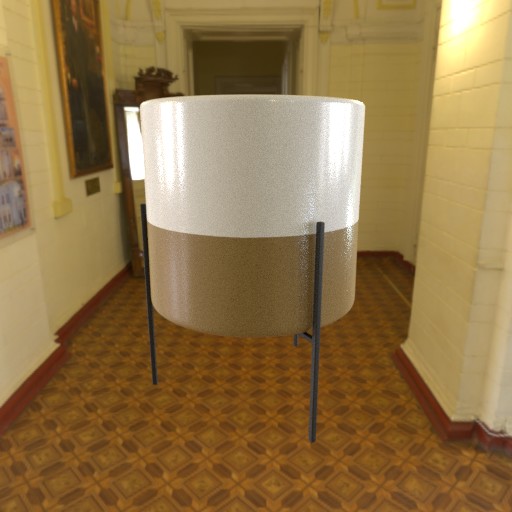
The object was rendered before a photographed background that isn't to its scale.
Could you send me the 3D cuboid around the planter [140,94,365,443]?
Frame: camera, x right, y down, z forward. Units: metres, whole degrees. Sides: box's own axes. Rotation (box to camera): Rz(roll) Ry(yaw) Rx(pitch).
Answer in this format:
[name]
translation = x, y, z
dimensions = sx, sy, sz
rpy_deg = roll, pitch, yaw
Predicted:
[planter]
translation = 0.000, 0.000, 0.663
dimensions = 0.310, 0.432, 0.310
rpy_deg = -14, 21, -42
